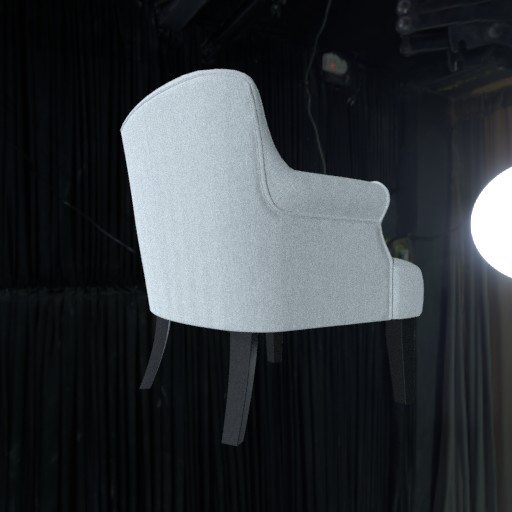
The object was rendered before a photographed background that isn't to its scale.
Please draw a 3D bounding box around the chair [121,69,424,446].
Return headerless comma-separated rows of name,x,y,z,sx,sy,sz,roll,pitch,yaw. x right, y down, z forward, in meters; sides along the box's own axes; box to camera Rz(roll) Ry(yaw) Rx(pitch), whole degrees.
chair,0.000,0.000,1.410,0.750,0.875,0.781,0,0,-35
